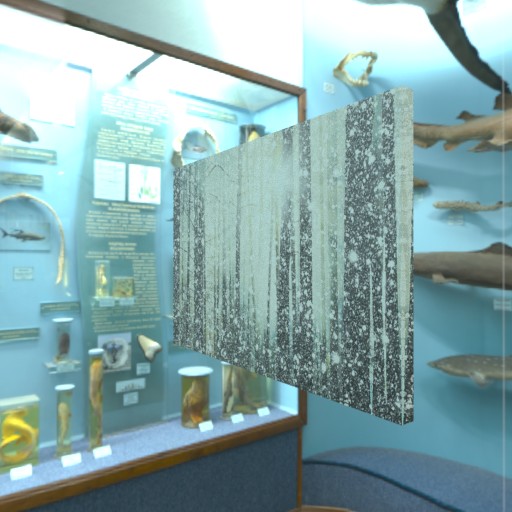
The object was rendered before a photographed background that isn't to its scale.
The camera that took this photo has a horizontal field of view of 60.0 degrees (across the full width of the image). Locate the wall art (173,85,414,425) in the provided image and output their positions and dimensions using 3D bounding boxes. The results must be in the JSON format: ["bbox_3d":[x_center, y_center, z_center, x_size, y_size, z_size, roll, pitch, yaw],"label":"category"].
[{"bbox_3d":[0.000,0.000,1.161,0.038,0.598,0.919,0,0,-36],"label":"wall art"}]
